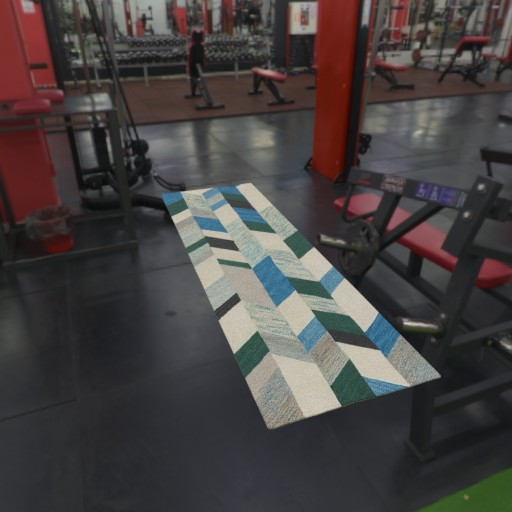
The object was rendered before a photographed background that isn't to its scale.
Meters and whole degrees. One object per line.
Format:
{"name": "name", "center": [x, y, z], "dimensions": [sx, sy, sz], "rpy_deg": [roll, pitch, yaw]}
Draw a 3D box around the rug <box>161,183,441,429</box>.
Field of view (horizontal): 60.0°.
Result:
{"name": "rug", "center": [0.000, 0.000, 2.709], "dimensions": [0.774, 0.008, 2.437], "rpy_deg": [-10, 31, -17]}
